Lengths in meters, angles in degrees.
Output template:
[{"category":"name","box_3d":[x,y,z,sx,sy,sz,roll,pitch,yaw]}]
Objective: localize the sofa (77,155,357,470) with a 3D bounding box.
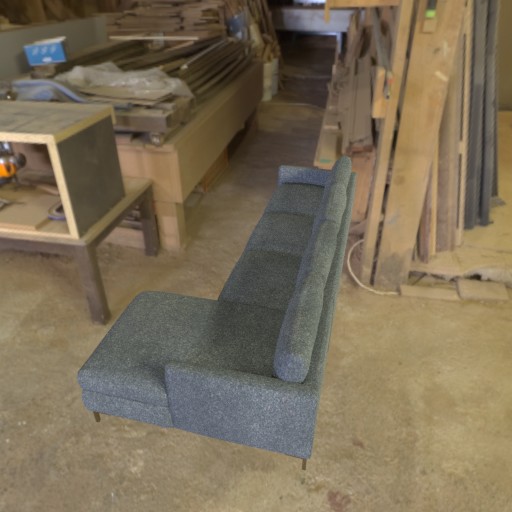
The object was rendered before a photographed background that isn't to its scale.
[{"category":"sofa","box_3d":[0.000,0.000,3.498,1.350,0.810,2.932,8,34,12]}]
